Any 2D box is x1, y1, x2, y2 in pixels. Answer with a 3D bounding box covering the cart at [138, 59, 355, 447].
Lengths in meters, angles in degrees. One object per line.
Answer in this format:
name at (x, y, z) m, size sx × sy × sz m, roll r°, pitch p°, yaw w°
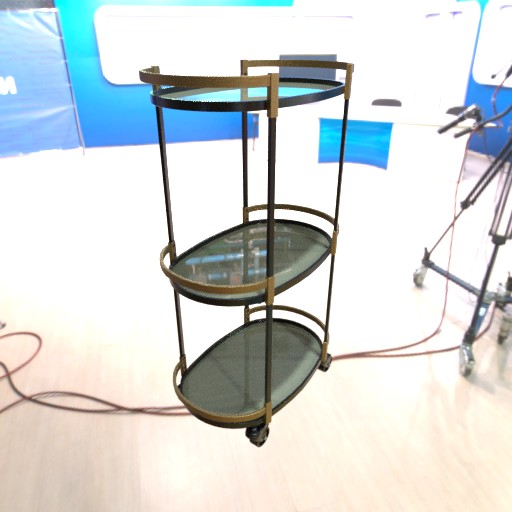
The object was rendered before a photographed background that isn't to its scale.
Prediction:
cart at (0.000, 0.000, 1.115) m, size 0.311 × 0.885 × 0.515 m, roll 18°, pitch 32°, yaw 32°
